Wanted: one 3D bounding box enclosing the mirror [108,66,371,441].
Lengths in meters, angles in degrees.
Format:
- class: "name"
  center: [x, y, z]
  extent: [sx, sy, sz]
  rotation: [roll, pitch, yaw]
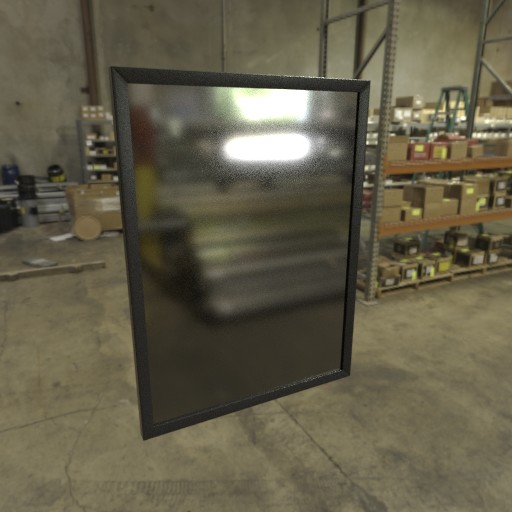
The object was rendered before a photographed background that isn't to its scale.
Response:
- class: "mirror"
  center: [0.000, 0.000, 1.337]
  extent: [0.762, 1.016, 0.040]
  rotation: [-8, 19, -26]
